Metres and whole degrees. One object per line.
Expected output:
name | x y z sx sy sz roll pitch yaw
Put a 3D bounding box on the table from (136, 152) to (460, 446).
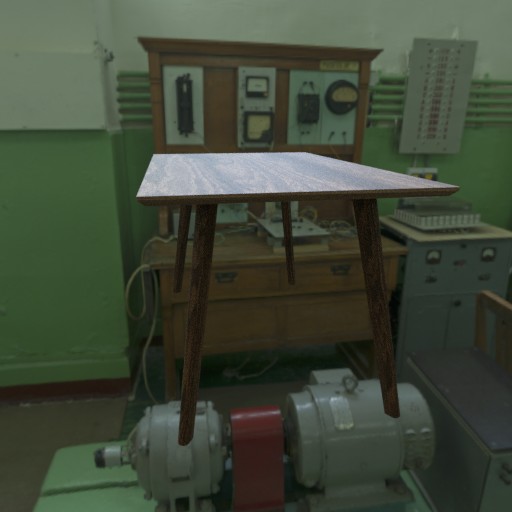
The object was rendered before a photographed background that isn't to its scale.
table | 0.000 0.000 1.795 0.801 0.724 1.349 -3 17 -10
